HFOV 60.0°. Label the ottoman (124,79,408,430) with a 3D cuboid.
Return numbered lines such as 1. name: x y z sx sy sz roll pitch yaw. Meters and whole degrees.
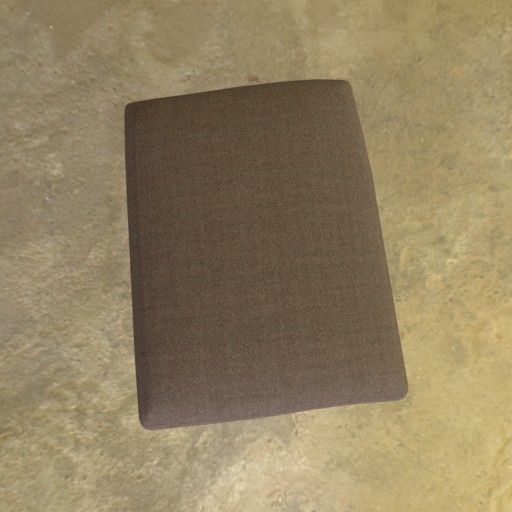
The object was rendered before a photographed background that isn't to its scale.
1. ottoman: 0.000 0.000 1.221 0.599 0.555 0.809 -6 76 -2
